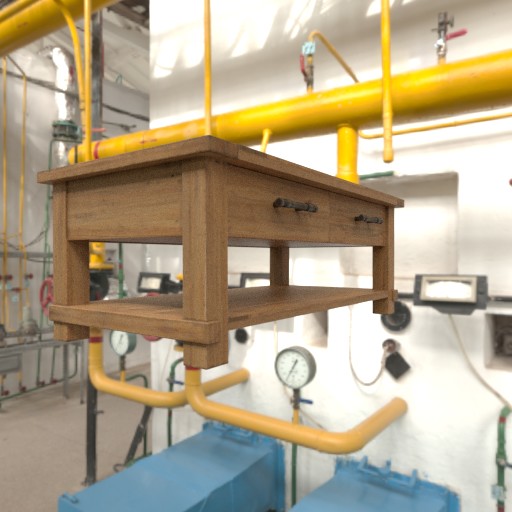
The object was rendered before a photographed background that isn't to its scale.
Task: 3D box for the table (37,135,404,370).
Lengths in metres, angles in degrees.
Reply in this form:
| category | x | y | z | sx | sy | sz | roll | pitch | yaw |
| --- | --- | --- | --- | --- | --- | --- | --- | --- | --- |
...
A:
| category | x | y | z | sx | sy | sz | roll | pitch | yaw |
| --- | --- | --- | --- | --- | --- | --- | --- | --- | --- |
| table | 0.000 | 0.000 | 1.619 | 0.693 | 0.494 | 1.270 | 0 | 0 | 36 |
